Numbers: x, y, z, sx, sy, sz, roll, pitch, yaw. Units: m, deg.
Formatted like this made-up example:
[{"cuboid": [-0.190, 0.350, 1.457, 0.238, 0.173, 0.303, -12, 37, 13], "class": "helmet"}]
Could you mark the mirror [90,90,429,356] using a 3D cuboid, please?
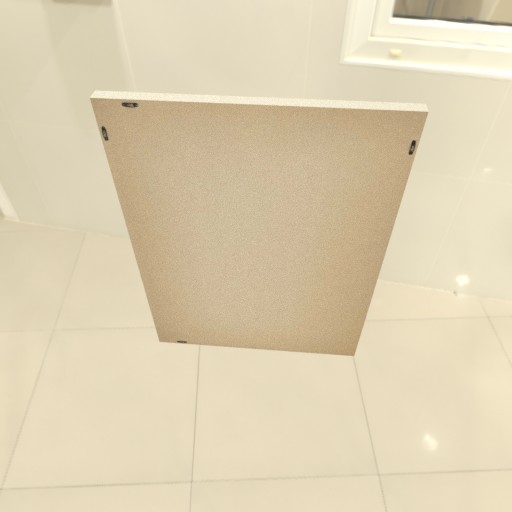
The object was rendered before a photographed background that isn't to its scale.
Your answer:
[{"cuboid": [0.000, 0.000, 1.371, 0.762, 1.016, 0.041, 3, 46, 3], "class": "mirror"}]
